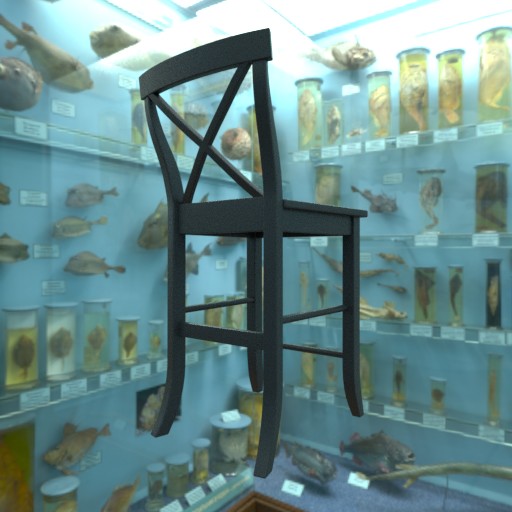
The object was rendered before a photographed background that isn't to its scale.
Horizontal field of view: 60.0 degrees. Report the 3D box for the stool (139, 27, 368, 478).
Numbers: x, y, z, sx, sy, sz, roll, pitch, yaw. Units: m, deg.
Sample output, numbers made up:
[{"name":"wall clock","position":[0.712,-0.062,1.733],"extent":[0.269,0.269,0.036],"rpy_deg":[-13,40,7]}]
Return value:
[{"name":"stool","position":[0.000,0.000,1.279],"extent":[0.452,0.989,0.559],"rpy_deg":[0,1,38]}]
